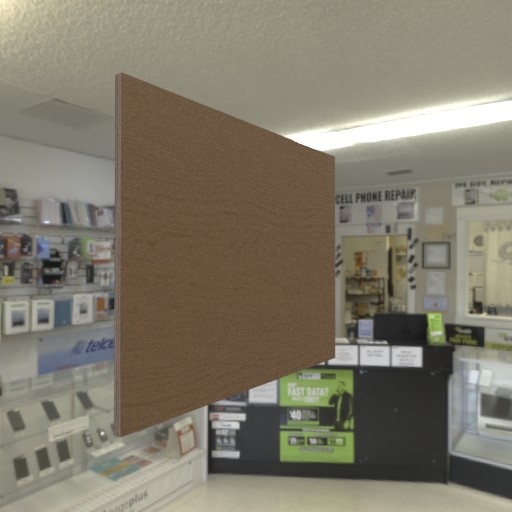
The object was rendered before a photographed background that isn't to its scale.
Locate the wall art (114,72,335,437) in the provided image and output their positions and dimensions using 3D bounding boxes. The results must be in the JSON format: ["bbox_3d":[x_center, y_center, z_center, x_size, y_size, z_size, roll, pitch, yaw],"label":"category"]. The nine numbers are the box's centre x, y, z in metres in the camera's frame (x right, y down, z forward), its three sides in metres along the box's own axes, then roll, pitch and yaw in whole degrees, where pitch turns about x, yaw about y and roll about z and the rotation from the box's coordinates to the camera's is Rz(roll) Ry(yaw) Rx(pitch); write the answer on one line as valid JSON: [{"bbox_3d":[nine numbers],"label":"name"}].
[{"bbox_3d":[0.000,0.000,0.698,0.013,0.406,0.508,0,-1,38],"label":"wall art"}]
